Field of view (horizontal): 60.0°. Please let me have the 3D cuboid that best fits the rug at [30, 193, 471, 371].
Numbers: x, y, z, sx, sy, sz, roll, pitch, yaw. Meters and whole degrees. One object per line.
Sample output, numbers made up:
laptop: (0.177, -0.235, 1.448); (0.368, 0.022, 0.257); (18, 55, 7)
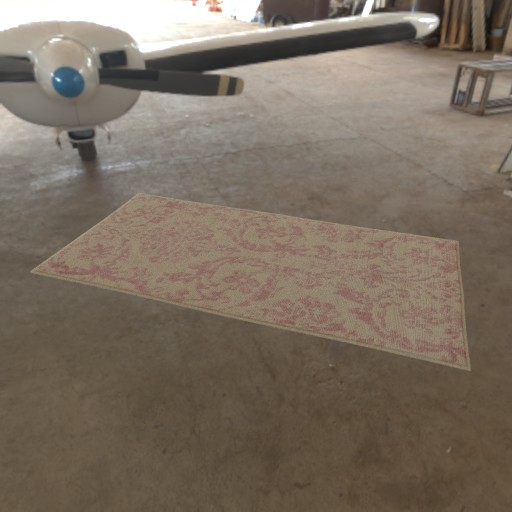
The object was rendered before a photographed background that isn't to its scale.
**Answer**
rug: (0.000, 0.000, 1.398); (1.219, 0.007, 0.604); (10, 34, 16)
